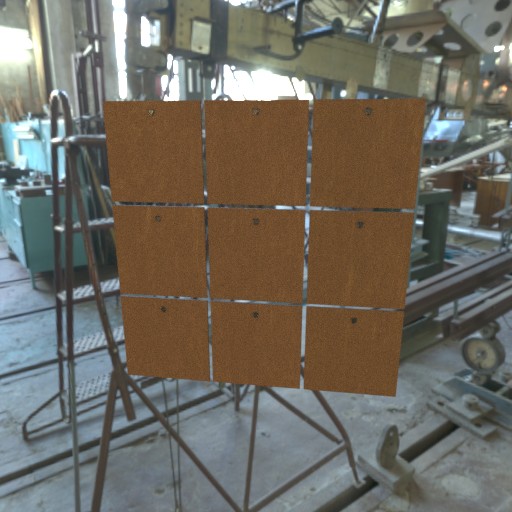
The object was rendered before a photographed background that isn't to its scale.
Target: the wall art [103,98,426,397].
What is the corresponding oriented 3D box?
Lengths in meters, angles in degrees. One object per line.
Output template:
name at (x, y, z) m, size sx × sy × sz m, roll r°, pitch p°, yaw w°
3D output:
wall art at (0.000, 0.000, 2.289) m, size 1.526 × 1.522 × 0.023 m, roll 2°, pitch 17°, yaw 8°
